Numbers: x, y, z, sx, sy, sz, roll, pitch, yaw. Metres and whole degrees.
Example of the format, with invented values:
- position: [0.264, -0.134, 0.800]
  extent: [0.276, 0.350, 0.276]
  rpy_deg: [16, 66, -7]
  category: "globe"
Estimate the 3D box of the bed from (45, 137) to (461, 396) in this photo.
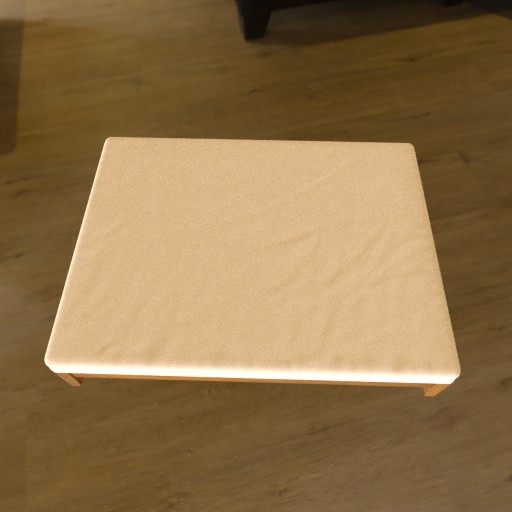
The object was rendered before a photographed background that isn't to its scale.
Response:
- position: [0.000, 0.000, 2.673]
  extent: [2.016, 0.431, 1.536]
  rpy_deg: [1, 59, 1]
  category: "bed"
